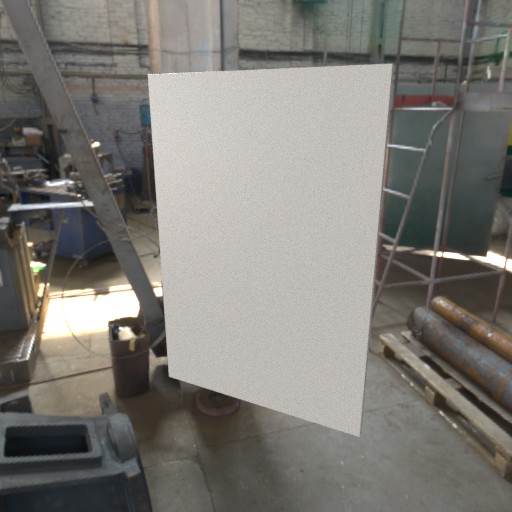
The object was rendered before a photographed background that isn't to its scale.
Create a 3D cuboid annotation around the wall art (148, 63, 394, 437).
[{"bbox_3d":[0.000,0.000,0.611,0.325,0.474,0.010,9,20,25],"label":"wall art"}]
